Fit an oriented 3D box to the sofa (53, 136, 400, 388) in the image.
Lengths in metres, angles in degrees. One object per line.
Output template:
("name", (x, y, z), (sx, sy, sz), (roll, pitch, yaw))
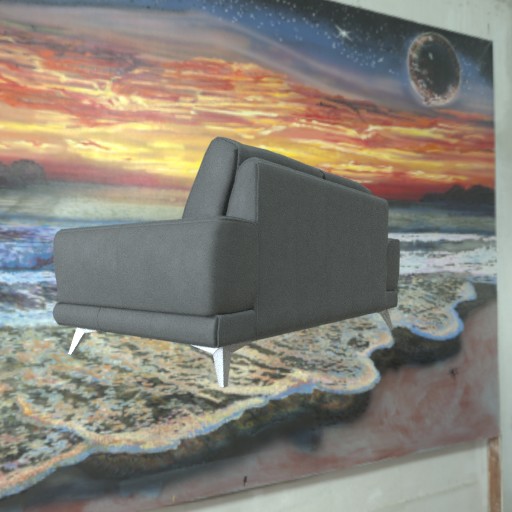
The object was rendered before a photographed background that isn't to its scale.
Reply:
("sofa", (0.000, 0.000, 2.409), (1.018, 0.907, 1.806), (-1, -1, 36))
